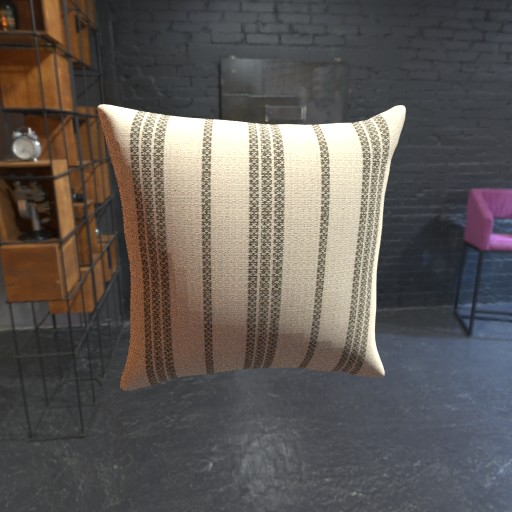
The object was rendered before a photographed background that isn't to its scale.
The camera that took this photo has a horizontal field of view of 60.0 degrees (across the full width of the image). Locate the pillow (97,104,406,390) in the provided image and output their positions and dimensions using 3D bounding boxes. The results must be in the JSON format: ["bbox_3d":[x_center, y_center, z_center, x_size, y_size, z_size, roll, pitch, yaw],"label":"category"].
[{"bbox_3d":[0.000,0.000,0.627,0.405,0.406,0.173,-2,16,-5],"label":"pillow"}]
